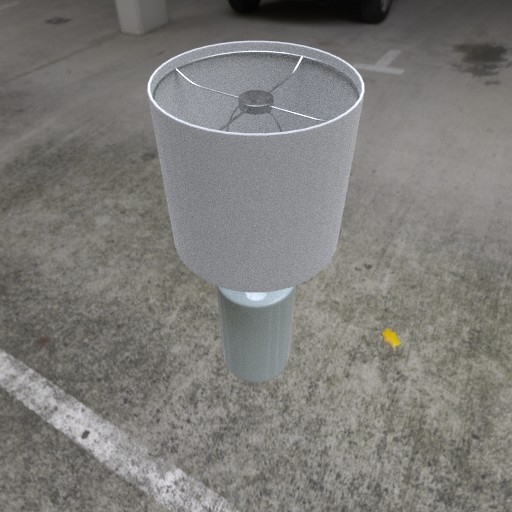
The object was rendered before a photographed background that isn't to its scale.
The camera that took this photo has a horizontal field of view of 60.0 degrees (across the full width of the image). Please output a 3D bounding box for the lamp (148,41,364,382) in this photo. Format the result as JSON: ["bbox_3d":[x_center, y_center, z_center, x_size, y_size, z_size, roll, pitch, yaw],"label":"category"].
[{"bbox_3d":[0.000,0.000,0.612,0.212,0.493,0.212,23,50,22],"label":"lamp"}]
